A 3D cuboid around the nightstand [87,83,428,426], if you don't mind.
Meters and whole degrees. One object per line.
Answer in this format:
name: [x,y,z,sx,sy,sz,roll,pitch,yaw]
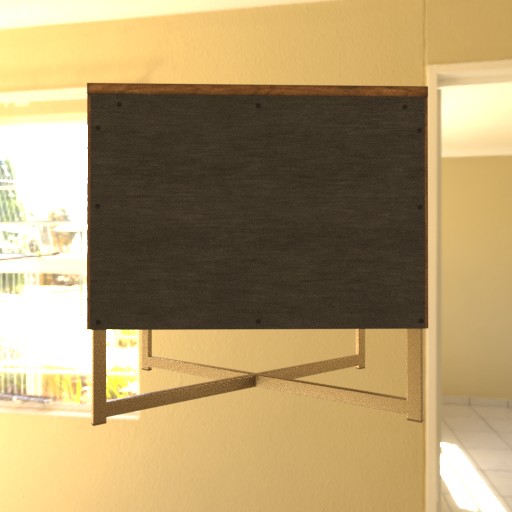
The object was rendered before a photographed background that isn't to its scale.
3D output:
nightstand: [0.000,0.000,1.011,0.610,0.610,0.446,0,0,-1]
